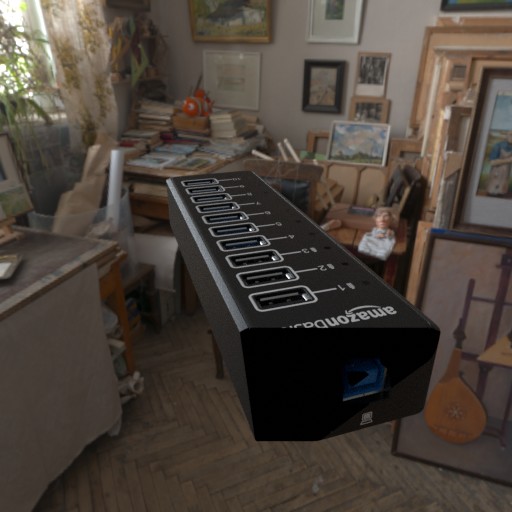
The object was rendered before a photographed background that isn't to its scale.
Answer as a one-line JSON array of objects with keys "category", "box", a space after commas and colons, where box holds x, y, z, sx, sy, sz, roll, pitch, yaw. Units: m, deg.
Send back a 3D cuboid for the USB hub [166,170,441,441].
[{"category": "USB hub", "box": [0.000, 0.000, 0.159, 0.044, 0.023, 0.145, -8, 27, -16]}]
